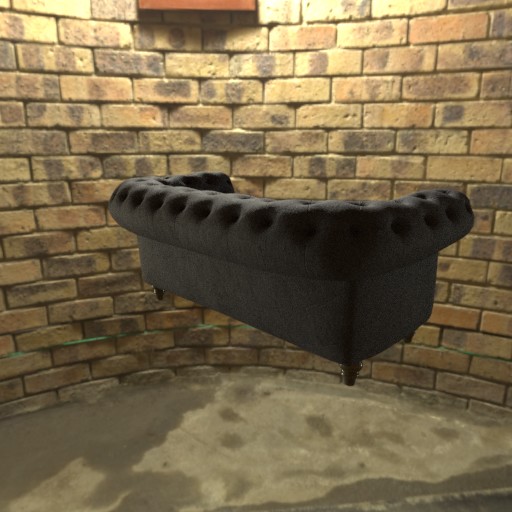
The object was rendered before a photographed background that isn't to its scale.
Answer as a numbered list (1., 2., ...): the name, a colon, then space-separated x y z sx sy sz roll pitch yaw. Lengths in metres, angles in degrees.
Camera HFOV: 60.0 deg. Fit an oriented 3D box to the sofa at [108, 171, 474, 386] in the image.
1. sofa: 0.000 0.000 2.519 1.082 0.833 1.988 -14 20 -43
